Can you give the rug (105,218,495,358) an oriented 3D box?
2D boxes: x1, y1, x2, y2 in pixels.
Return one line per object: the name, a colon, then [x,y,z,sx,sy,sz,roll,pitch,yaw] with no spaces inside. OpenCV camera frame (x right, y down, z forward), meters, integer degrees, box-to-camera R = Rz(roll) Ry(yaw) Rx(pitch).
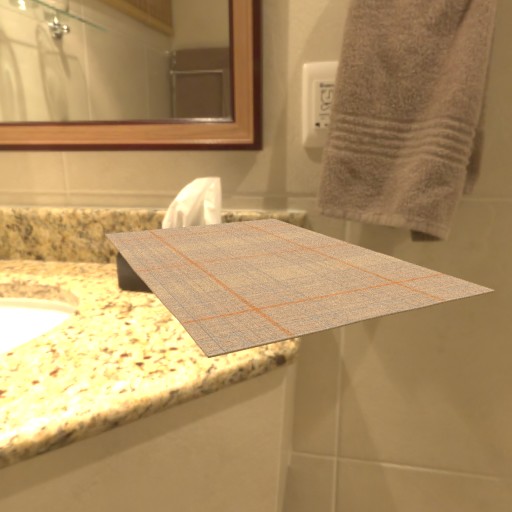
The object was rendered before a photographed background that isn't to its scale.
rug: [0.000,0.000,2.293,1.232,0.015,1.825,-7,17,-26]
